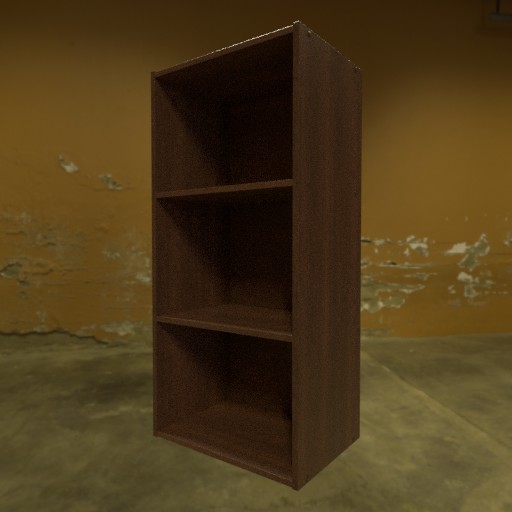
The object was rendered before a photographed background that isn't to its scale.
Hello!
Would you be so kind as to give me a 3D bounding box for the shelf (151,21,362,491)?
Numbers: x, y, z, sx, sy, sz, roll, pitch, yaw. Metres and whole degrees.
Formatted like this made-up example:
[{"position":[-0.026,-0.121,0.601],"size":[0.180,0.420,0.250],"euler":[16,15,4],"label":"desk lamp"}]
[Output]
[{"position":[0.000,0.000,1.066],"size":[0.414,0.879,0.290],"euler":[1,2,36],"label":"shelf"}]
